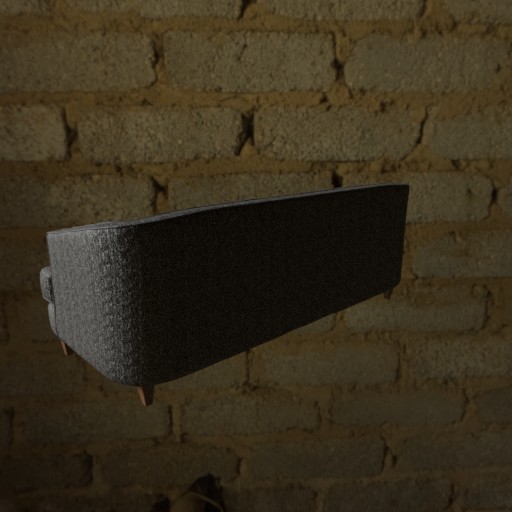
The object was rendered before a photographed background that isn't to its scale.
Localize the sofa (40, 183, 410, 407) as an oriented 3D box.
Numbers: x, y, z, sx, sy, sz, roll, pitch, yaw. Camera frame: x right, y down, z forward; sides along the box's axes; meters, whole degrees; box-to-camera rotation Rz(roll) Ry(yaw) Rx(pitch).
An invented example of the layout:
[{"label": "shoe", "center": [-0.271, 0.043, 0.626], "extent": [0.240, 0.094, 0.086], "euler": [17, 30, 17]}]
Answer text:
[{"label": "sofa", "center": [0.000, 0.000, 2.729], "extent": [2.278, 0.855, 0.941], "euler": [-14, 20, -41]}]
